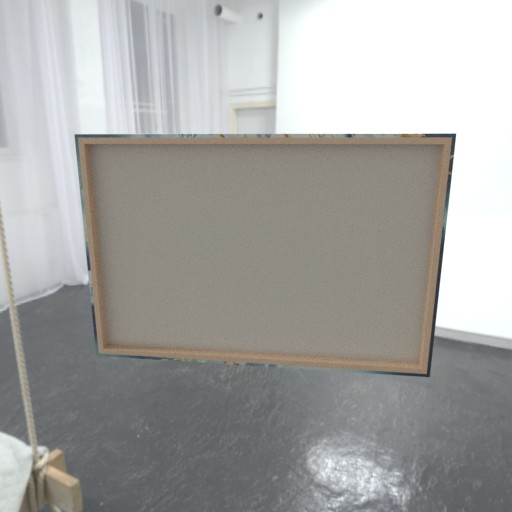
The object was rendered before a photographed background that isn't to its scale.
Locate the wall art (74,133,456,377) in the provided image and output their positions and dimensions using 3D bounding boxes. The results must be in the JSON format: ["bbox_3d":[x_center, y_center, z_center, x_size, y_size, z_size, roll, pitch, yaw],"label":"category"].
[{"bbox_3d":[0.000,0.000,1.146,0.912,0.608,0.038,2,15,7],"label":"wall art"}]
